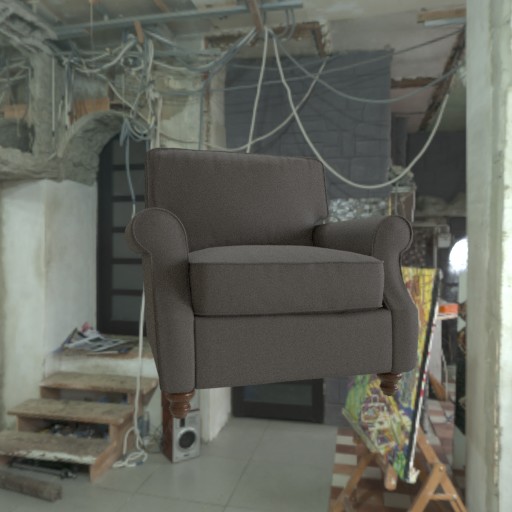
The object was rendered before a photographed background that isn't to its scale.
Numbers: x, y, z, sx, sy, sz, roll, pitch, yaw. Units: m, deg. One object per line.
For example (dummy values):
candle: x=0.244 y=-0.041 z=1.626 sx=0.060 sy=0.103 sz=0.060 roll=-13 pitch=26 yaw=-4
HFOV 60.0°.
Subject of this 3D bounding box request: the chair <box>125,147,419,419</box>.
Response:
chair: x=0.000 y=0.000 z=1.814 sx=1.029 sy=0.967 sz=0.966 roll=0 pitch=0 yaw=-17
